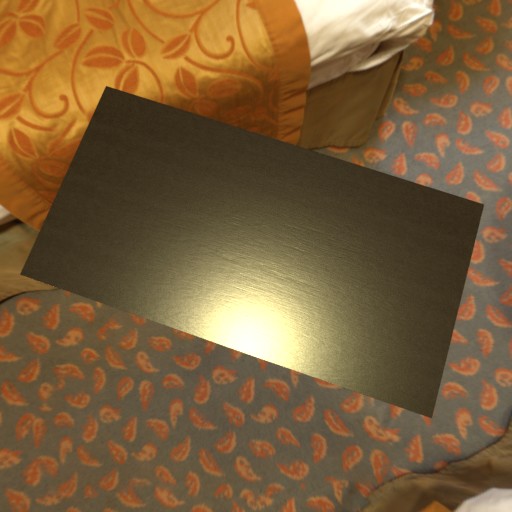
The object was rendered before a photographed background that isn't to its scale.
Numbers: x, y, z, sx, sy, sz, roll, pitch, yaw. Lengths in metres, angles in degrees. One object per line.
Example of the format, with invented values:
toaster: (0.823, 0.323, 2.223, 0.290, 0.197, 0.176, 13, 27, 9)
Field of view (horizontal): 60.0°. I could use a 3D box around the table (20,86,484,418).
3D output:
table: (0.000, 0.000, 1.378, 1.095, 0.435, 0.574, 18, 79, 4)
